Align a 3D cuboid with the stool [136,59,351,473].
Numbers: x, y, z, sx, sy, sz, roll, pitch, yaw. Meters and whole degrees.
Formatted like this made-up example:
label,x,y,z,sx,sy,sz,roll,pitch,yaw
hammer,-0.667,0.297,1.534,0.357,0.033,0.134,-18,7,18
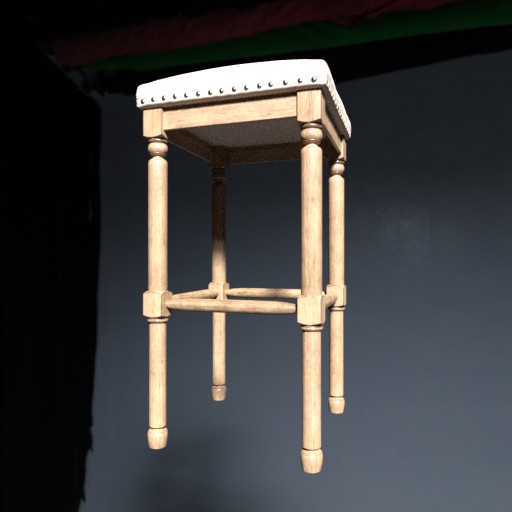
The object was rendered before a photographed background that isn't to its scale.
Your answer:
label,x,y,z,sx,sy,sz,roll,pitch,yaw
stool,0.000,0.000,0.997,0.383,0.768,0.382,0,0,18
